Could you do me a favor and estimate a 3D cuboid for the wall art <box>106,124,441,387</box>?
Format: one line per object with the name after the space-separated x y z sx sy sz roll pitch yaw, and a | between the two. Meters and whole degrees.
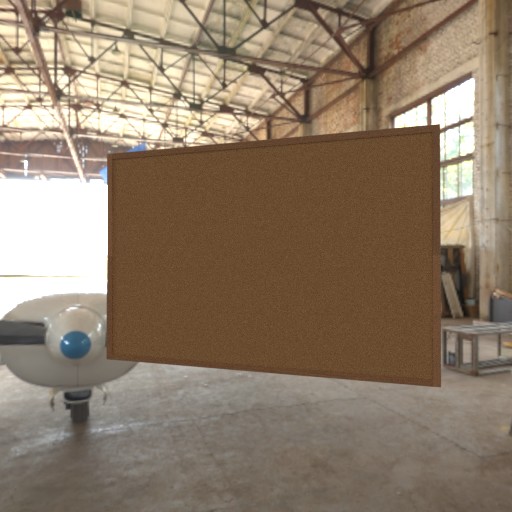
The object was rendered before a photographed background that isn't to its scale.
0.000 0.000 0.797 0.613 0.407 0.035 0 -1 18 | wall art
